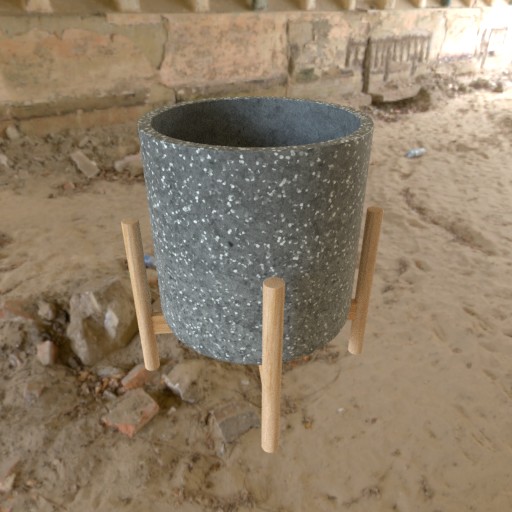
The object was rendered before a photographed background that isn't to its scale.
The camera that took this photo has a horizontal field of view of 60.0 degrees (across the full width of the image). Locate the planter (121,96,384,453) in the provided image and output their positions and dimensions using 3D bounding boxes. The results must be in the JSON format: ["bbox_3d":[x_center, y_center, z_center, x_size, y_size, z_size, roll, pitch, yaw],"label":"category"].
[{"bbox_3d":[0.000,0.000,0.687,0.360,0.419,0.360,8,31,14],"label":"planter"}]
